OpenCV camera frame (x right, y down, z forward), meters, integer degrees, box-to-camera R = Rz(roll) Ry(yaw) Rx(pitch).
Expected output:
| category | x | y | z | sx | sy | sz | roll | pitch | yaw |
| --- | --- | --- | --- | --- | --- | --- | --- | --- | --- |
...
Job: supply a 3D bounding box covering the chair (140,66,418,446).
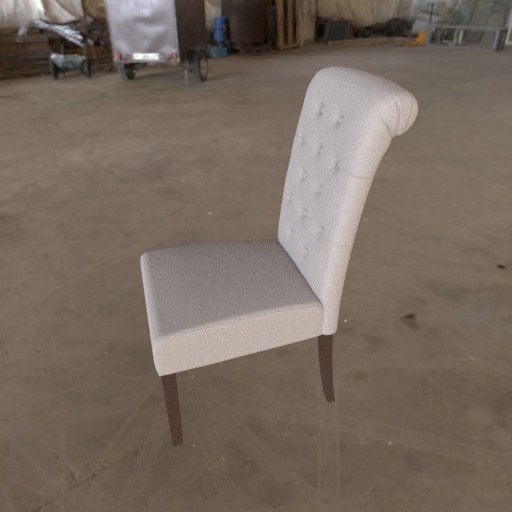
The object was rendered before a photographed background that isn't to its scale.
| category | x | y | z | sx | sy | sz | roll | pitch | yaw |
| --- | --- | --- | --- | --- | --- | --- | --- | --- | --- |
| chair | 0.000 | 0.000 | 1.325 | 0.671 | 1.006 | 0.456 | -9 | 32 | -14 |
